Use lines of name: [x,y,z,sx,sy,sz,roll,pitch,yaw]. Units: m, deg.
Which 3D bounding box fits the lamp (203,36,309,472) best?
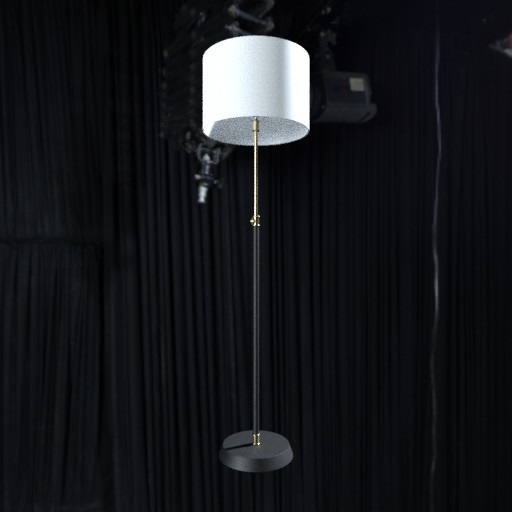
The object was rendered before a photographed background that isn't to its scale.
lamp: [0.000,0.000,1.696,0.404,1.517,0.404,0,0,-16]
